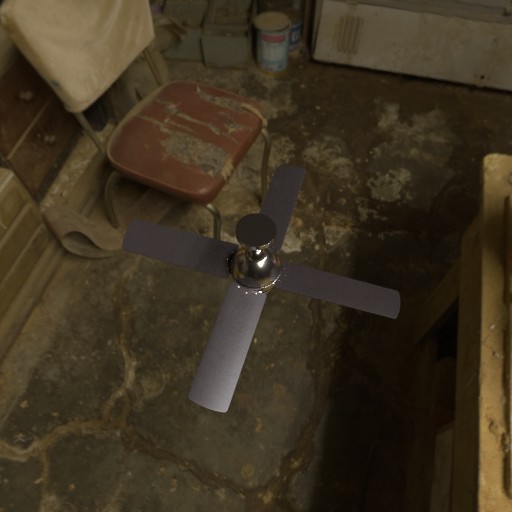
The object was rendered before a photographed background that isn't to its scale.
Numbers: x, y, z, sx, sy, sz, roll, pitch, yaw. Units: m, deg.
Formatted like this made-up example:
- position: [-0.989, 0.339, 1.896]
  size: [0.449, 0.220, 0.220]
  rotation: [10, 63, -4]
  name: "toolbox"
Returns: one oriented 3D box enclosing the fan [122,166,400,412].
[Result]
- position: [0.000, 0.000, 1.981]
  size: [1.332, 0.403, 1.332]
  rotation: [15, 59, 9]
  name: "fan"
